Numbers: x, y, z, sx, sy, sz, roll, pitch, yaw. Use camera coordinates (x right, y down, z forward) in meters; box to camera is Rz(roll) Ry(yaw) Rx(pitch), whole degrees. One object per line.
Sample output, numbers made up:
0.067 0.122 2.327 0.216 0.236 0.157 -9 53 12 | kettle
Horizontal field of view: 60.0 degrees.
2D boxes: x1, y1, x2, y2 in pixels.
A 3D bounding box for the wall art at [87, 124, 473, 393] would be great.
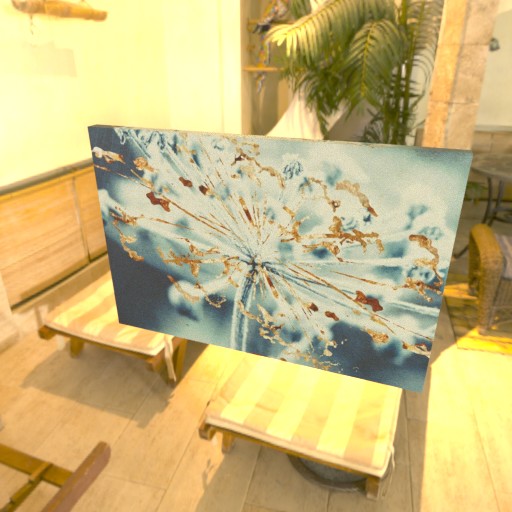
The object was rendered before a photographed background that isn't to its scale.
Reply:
0.000 0.000 1.151 0.912 0.608 0.038 9 27 18 | wall art
